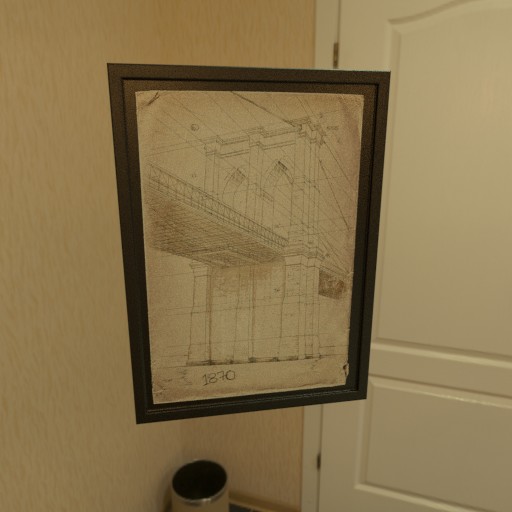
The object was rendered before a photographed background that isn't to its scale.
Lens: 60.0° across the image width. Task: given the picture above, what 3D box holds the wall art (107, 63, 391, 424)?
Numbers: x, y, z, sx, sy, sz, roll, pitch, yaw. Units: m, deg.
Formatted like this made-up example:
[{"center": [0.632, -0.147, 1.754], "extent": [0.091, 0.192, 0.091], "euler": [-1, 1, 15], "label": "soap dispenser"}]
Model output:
[{"center": [0.000, 0.000, 0.832], "extent": [0.480, 0.657, 0.016], "euler": [-3, 15, -10], "label": "wall art"}]
